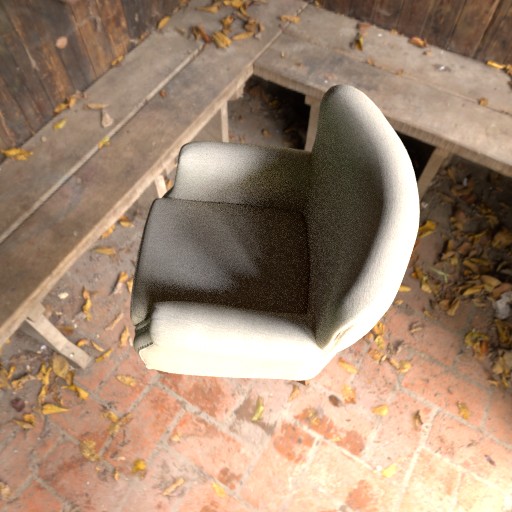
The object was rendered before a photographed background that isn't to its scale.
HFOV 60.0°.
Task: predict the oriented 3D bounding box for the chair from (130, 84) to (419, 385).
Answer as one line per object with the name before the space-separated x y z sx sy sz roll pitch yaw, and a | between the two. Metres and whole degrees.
chair | 0.000 0.000 1.650 0.921 0.936 0.861 2 60 1
